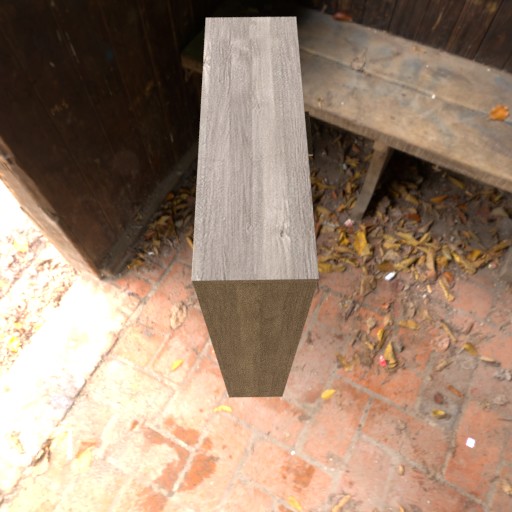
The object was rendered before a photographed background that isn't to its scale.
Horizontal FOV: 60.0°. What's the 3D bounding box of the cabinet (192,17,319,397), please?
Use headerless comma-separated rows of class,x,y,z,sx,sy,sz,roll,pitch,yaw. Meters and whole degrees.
cabinet,0.000,0.000,1.559,0.250,1.280,0.750,-1,63,0
